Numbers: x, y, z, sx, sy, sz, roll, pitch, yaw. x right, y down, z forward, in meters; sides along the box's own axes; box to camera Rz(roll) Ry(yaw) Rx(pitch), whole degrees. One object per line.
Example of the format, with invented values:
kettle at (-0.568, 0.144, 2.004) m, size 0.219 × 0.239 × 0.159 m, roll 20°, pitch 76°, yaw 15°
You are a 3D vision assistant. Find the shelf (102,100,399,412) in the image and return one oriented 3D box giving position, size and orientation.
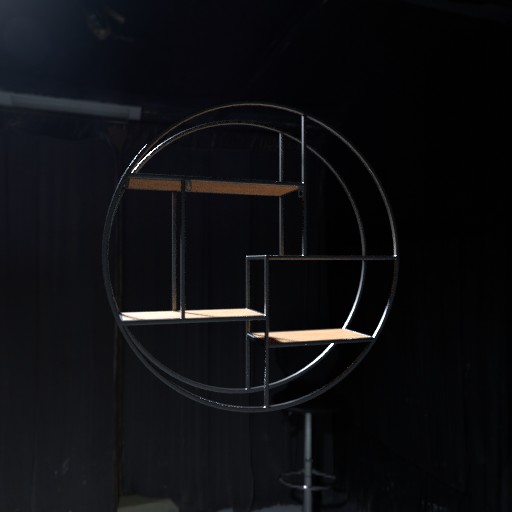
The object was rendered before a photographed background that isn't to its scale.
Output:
shelf at (0.000, 0.000, 1.362) m, size 0.888 × 0.888 × 0.202 m, roll 0°, pitch -1°, yaw -18°
